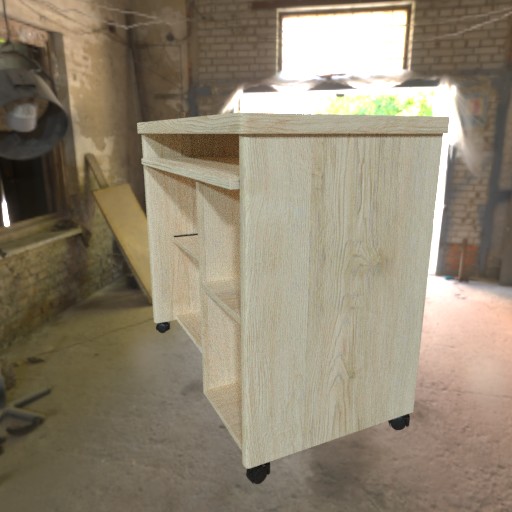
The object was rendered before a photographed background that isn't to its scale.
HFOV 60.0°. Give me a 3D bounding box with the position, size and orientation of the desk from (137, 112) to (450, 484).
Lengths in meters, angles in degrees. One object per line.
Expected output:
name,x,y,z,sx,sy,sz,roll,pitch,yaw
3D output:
desk,0.000,0.000,1.317,0.480,0.770,0.885,-7,17,-25
